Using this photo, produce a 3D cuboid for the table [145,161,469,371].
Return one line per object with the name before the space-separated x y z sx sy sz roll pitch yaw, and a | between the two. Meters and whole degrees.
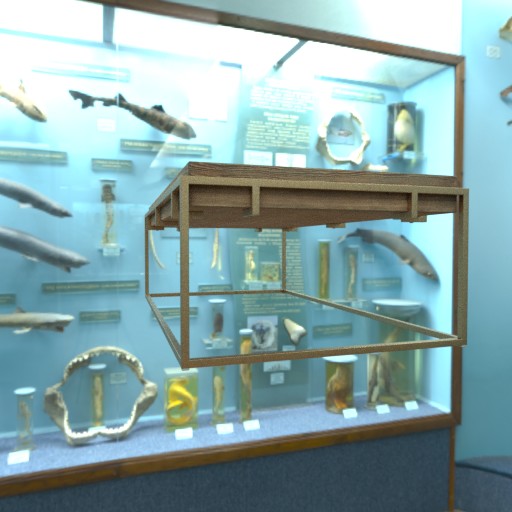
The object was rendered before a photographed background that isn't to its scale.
table | 0.000 0.000 1.749 0.775 0.468 1.387 0 2 -17
